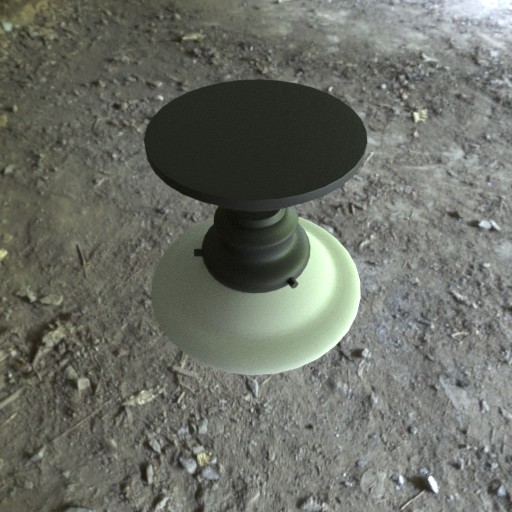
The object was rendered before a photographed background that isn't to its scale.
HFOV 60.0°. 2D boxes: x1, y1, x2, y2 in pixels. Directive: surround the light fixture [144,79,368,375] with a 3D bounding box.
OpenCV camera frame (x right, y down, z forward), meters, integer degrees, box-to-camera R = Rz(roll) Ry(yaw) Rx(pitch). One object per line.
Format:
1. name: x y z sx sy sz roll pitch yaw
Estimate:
1. light fixture: 0.000 0.000 0.397 0.197 0.254 0.197 0 47 0
